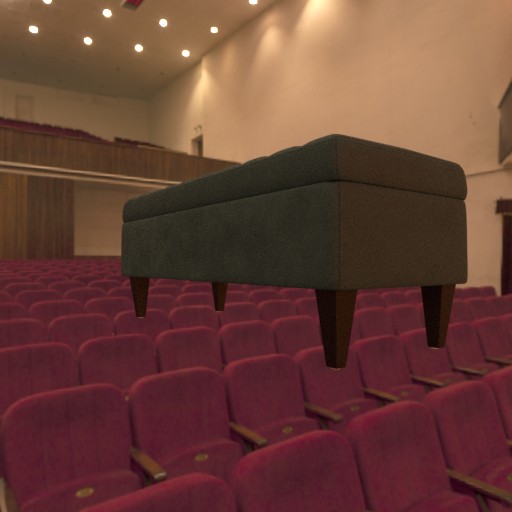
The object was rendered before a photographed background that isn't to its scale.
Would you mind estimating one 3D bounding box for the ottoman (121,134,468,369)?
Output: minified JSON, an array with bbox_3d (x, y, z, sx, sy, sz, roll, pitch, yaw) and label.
[{"bbox_3d":[0.000,0.000,1.414,0.482,0.469,1.151,1,-1,-36],"label":"ottoman"}]
